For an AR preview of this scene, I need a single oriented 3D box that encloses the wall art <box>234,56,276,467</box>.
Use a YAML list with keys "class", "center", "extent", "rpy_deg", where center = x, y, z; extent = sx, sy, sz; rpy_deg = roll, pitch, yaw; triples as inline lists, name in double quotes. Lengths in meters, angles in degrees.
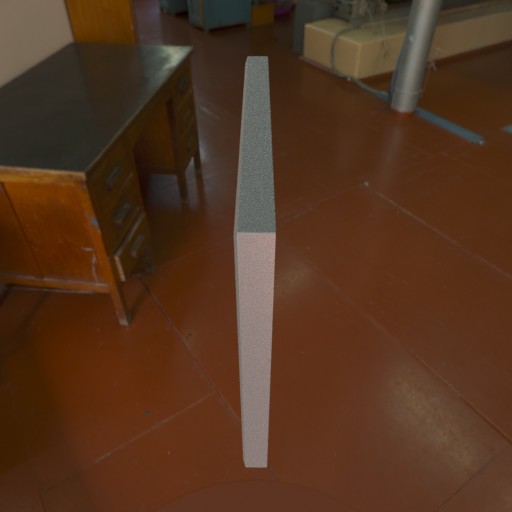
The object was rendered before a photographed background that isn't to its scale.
- class: "wall art"
  center: [0.000, 0.000, 0.531]
  extent: [0.028, 0.349, 0.349]
  rpy_deg: [0, 41, 0]
